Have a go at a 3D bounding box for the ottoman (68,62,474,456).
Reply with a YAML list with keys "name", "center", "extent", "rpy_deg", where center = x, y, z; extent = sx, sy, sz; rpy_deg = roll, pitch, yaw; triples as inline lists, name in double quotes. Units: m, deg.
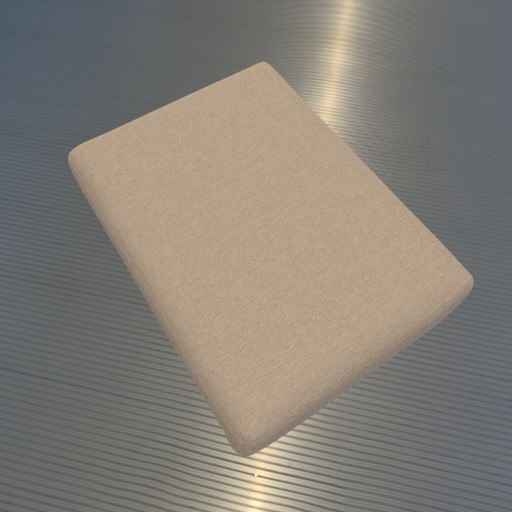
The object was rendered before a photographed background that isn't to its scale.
- name: "ottoman"
  center: [0.000, 0.000, 1.111]
  extent: [0.574, 0.497, 0.773]
  rpy_deg: [-31, 68, -14]
